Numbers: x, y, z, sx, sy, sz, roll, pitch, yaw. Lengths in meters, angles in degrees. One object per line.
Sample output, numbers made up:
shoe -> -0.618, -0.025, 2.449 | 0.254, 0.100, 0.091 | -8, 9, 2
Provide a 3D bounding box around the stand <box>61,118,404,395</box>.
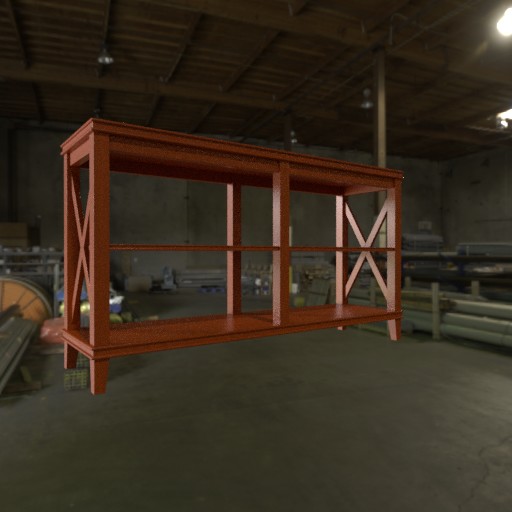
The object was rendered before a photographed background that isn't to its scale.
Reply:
stand -> 0.000, 0.000, 1.761 | 1.372, 0.762, 0.381 | 0, 0, -35
